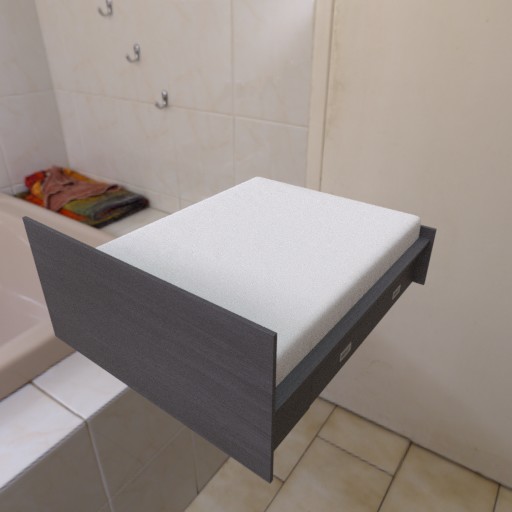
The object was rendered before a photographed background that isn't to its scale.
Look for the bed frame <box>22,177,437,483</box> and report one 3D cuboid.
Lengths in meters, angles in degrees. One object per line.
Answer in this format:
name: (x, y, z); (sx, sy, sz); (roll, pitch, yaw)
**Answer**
bed frame: (0.000, 0.000, 2.797); (1.622, 0.800, 1.960); (20, 35, 32)
